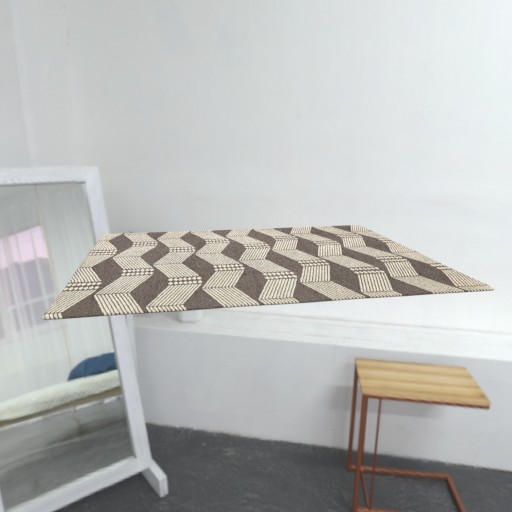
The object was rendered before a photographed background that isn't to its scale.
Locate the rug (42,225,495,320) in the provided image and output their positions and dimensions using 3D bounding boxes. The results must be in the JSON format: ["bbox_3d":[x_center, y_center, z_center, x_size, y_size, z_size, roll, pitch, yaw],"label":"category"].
[{"bbox_3d":[0.000,0.000,4.055,3.048,0.016,2.438,-3,15,-10],"label":"rug"}]
